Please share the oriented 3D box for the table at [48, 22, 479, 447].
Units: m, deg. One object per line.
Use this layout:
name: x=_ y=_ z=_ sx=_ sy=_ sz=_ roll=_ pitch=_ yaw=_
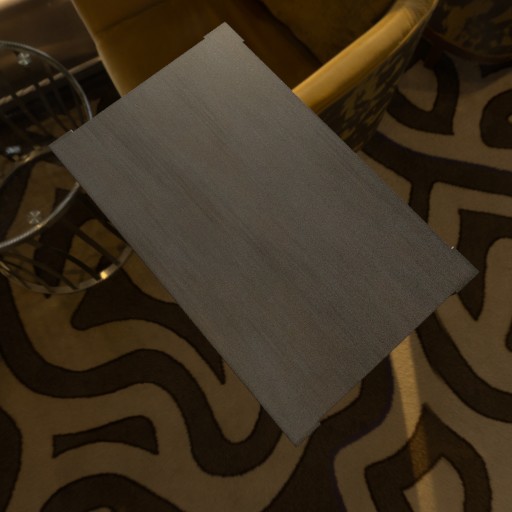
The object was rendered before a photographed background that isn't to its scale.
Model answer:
table: x=0.000 y=0.000 z=1.080 sx=0.413 sy=0.660 sz=0.660 roll=-40 pitch=79 yaw=-10
